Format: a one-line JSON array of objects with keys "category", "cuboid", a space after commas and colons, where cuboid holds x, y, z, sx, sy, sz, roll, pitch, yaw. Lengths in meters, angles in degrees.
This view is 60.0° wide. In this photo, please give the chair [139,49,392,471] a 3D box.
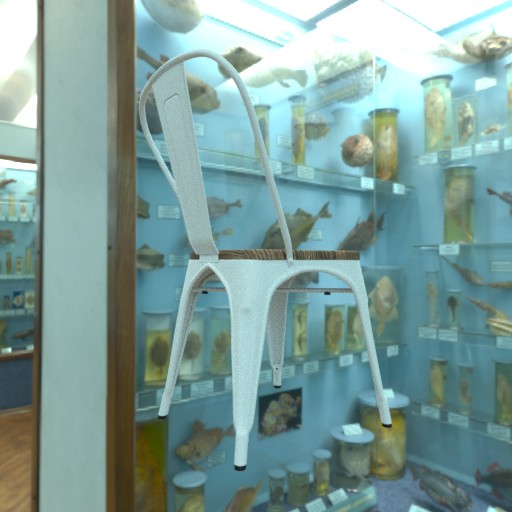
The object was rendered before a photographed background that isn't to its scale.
[{"category": "chair", "cuboid": [0.000, 0.000, 1.135, 0.521, 0.851, 0.452, 1, -1, -37]}]
